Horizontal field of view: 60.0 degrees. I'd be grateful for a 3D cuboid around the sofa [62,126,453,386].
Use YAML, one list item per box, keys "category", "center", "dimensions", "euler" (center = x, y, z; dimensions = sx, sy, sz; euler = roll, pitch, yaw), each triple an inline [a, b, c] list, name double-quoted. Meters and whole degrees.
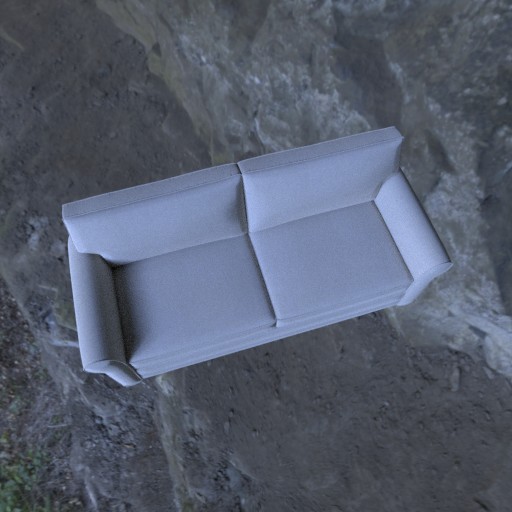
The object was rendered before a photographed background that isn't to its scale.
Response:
- category: "sofa"
  center: [0.000, 0.000, 2.723]
  dimensions: [2.146, 0.962, 0.901]
  euler: [-15, 64, -7]
